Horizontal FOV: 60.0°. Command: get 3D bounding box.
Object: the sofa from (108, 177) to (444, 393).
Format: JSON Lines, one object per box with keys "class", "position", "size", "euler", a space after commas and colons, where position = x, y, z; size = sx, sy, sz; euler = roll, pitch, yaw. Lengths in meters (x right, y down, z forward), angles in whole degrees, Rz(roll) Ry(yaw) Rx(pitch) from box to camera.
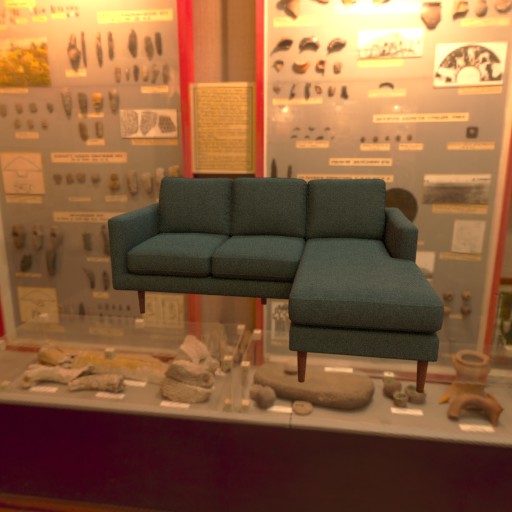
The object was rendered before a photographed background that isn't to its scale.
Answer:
{"class": "sofa", "position": [0.000, 0.000, 2.975], "size": [2.055, 0.957, 1.667], "euler": [2, 14, 10]}
